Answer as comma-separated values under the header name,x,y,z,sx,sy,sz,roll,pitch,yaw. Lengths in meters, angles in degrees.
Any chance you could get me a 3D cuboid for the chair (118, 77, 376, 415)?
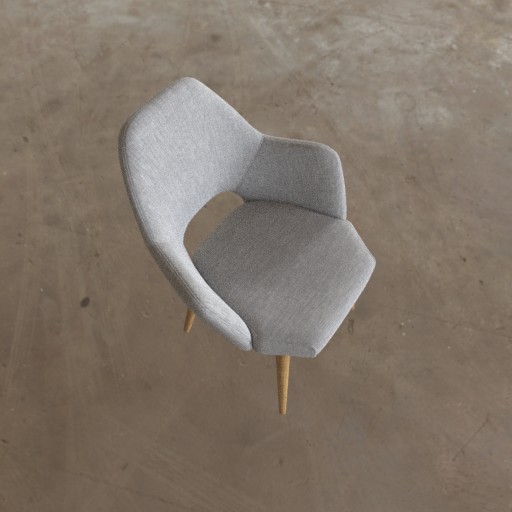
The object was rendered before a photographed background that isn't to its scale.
name,x,y,z,sx,sy,sz,roll,pitch,yaw
chair,0.000,0.000,1.281,0.610,0.840,0.590,31,63,18
